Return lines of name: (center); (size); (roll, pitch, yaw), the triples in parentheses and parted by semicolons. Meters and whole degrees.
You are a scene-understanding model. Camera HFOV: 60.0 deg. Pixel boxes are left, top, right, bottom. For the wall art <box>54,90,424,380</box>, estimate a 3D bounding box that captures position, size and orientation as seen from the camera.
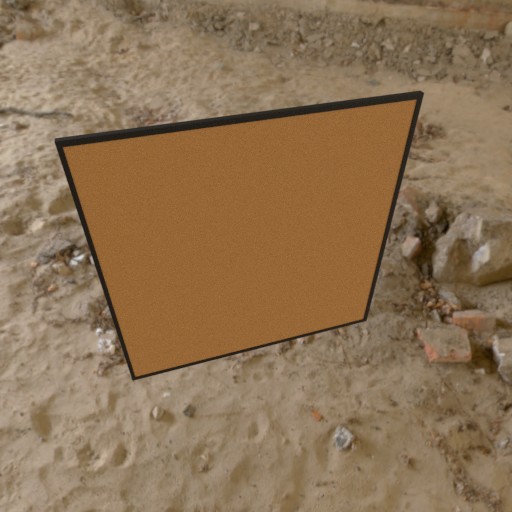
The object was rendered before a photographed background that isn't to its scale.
wall art: (0.000, 0.000, 0.991); (0.664, 0.663, 0.015); (-12, 43, -13)
